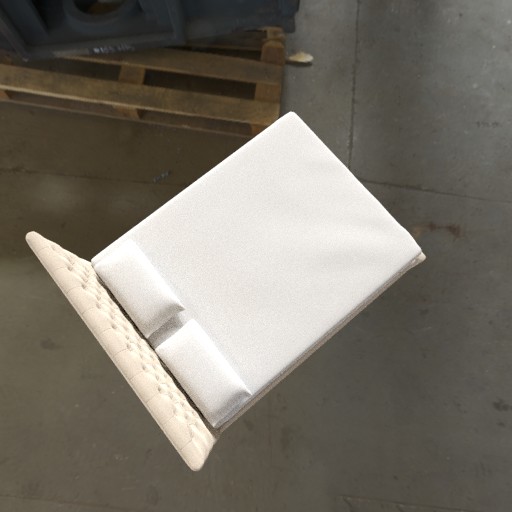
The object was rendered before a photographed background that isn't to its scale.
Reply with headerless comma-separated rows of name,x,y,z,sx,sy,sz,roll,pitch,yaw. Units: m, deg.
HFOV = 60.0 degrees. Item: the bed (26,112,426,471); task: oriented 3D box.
bed,0.000,0.000,3.325,2.233,1.426,1.696,-38,80,-8
